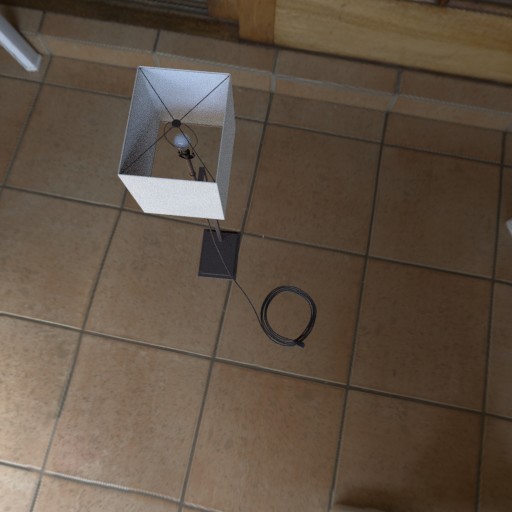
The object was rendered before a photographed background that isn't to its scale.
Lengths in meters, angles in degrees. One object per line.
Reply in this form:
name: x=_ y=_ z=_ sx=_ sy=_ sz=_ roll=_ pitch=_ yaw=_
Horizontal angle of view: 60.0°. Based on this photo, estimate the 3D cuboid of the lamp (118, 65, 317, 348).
lamp: x=0.000 y=0.000 z=2.002 sx=0.774 sy=1.600 sz=0.698 roll=5 pitch=76 yaw=1
